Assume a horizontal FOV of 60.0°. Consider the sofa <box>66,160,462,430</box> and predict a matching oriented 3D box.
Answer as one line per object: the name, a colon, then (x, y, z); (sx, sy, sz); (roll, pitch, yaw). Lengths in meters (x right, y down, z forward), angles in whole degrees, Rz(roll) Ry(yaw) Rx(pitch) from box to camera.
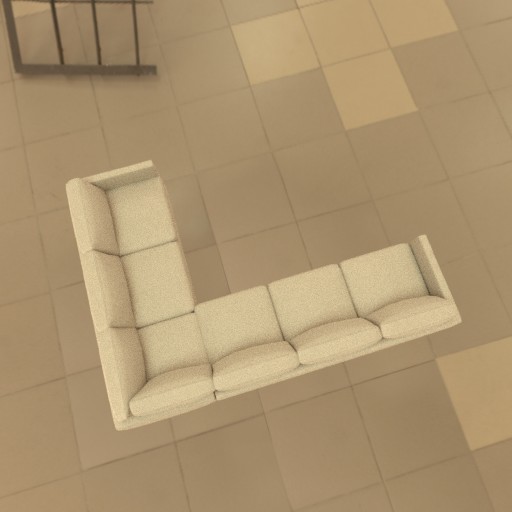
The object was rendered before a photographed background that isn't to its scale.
sofa: (0.000, 0.000, 4.543); (3.333, 0.934, 2.522); (-16, 75, -4)
